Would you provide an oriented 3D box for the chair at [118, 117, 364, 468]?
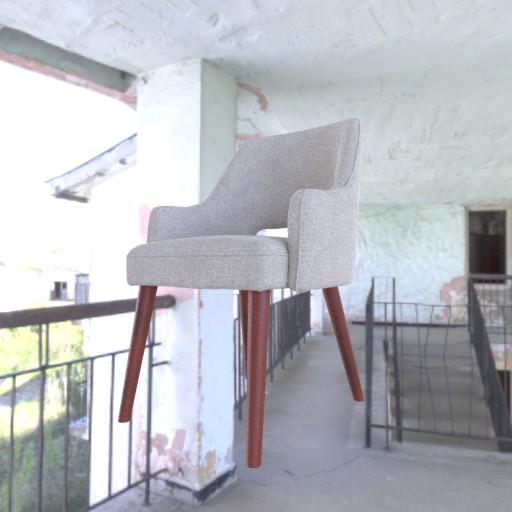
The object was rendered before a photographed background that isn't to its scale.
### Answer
[{"bbox_3d":[0.000,0.000,1.248,0.548,0.849,0.605,-1,-1,37],"label":"chair"}]
